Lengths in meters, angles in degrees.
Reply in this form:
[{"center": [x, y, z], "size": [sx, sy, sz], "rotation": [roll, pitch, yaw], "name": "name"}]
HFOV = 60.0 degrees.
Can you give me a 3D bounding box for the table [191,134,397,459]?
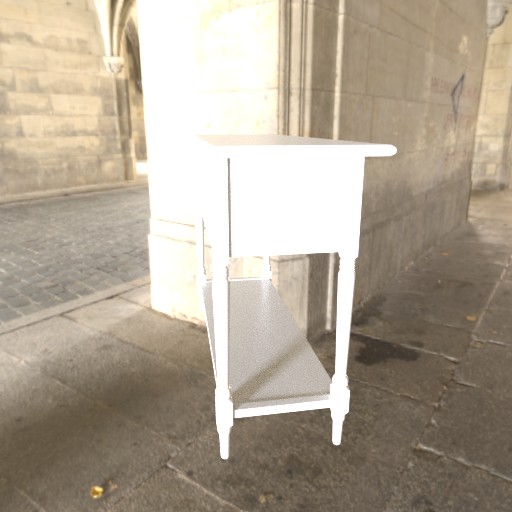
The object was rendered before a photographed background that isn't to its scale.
[{"center": [0.000, 0.000, 1.567], "size": [0.384, 0.808, 1.197], "rotation": [-3, 17, -10], "name": "table"}]
